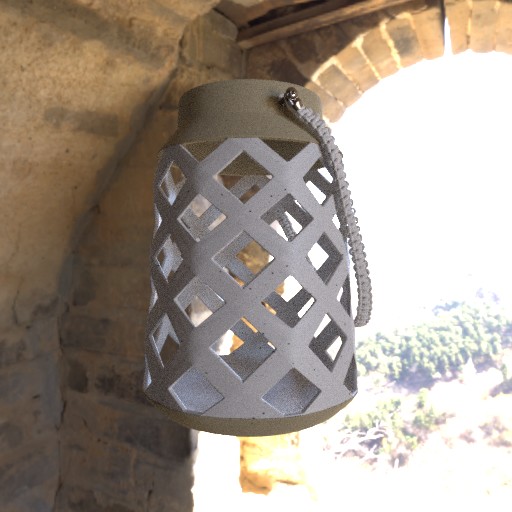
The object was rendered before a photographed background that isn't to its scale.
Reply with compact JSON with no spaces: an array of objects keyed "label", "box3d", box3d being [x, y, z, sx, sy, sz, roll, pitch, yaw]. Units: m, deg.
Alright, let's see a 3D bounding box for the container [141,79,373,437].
[{"label":"container","box3d":[0.000,0.000,0.393,0.198,0.264,0.188,0,1,-20]}]
